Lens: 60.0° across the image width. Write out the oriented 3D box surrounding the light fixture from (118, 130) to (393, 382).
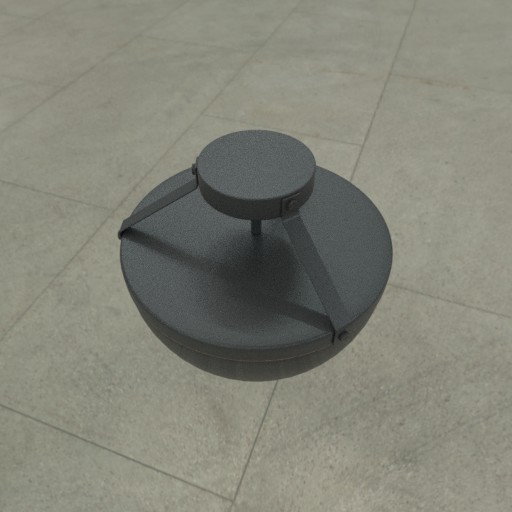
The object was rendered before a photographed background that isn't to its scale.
[{"bbox_3d":[0.000,0.000,0.529,0.304,0.269,0.304,0,47,0],"label":"light fixture"}]
